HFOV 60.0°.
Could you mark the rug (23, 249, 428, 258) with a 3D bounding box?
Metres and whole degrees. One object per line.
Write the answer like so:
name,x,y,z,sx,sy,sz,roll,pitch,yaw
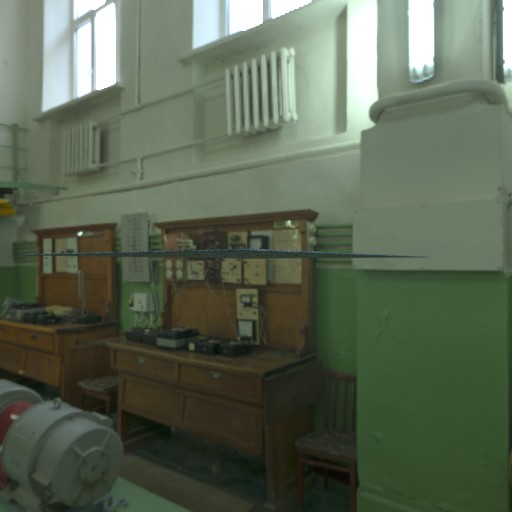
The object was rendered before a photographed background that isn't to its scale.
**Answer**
rug,0.000,0.000,4.276,2.337,0.013,3.291,-1,-1,36
